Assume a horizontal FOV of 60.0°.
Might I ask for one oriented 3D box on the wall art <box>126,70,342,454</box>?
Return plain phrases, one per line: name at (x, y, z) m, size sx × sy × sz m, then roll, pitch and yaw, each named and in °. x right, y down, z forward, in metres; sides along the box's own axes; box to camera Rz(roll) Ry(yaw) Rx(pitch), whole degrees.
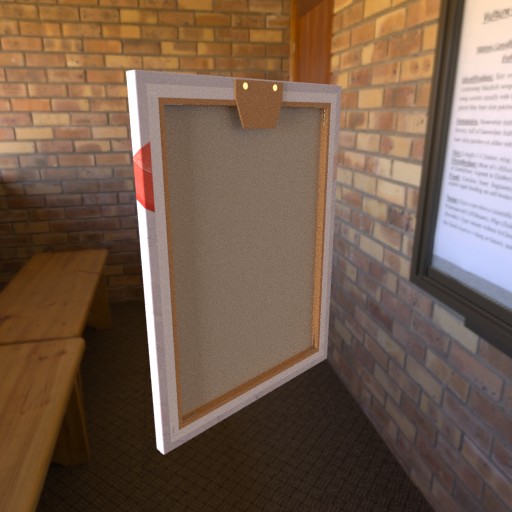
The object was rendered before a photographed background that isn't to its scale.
wall art at (0.000, 0.000, 1.368) m, size 0.759 × 1.014 × 0.045 m, roll -16°, pitch 24°, yaw -42°
